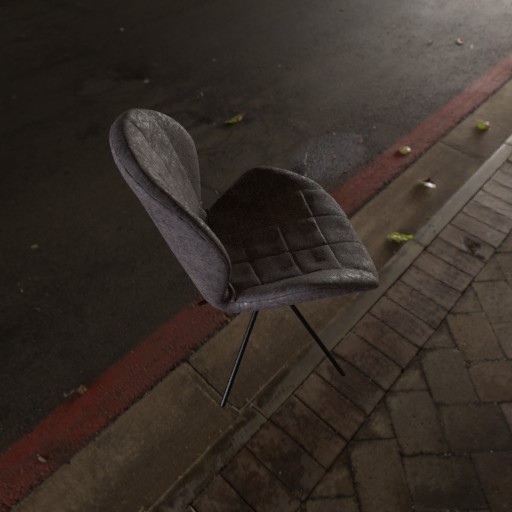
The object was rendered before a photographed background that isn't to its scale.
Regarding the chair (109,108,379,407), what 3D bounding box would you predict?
[{"bbox_3d":[0.000,0.000,1.319,0.640,0.934,0.527,-11,48,-10],"label":"chair"}]
